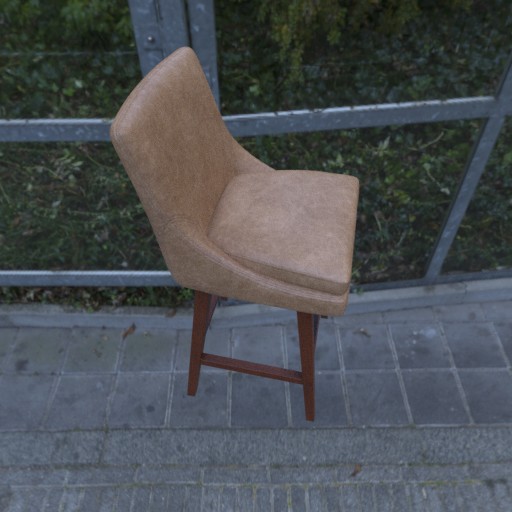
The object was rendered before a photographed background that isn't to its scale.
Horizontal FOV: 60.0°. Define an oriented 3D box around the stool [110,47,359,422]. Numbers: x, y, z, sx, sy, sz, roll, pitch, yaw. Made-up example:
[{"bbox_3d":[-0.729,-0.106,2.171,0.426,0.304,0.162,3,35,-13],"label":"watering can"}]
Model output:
[{"bbox_3d":[0.000,0.000,1.388,0.572,1.079,0.487,9,46,9],"label":"stool"}]
